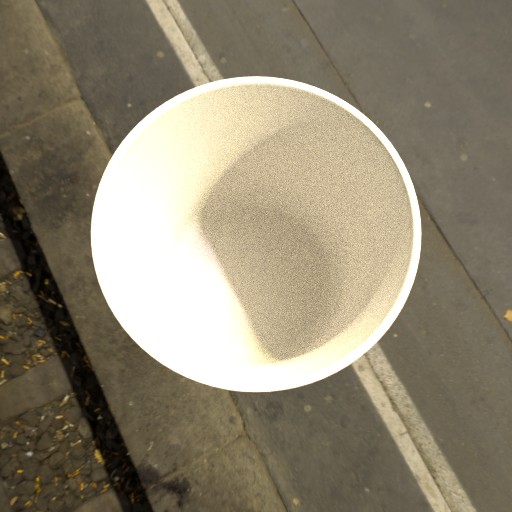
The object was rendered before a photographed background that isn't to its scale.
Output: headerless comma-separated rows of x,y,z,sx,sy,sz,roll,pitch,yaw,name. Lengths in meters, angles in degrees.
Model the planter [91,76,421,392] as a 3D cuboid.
0.000,0.000,0.783,0.440,0.398,0.440,0,76,0,planter
